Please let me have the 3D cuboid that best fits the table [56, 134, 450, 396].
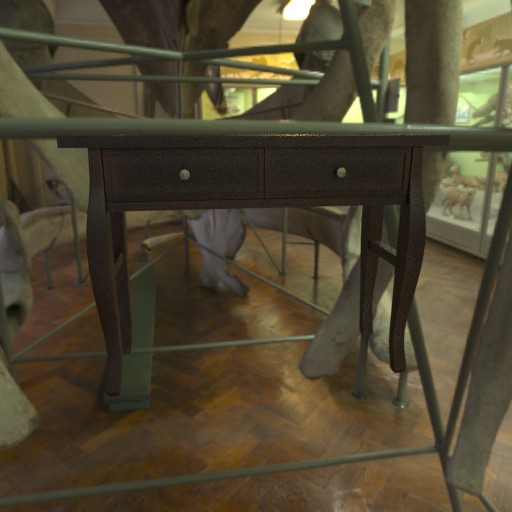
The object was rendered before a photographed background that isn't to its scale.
[{"bbox_3d":[0.000,0.000,1.455,1.062,0.768,0.373,-2,16,-8],"label":"table"}]
